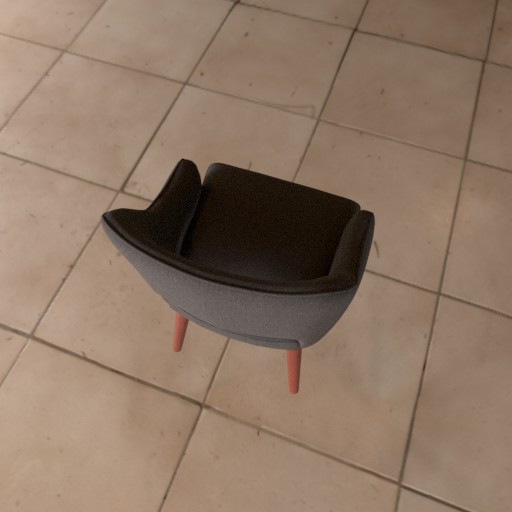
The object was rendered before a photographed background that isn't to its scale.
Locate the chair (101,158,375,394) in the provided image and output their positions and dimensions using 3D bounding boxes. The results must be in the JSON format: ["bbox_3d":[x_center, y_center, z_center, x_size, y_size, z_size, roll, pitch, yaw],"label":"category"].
[{"bbox_3d":[0.000,0.000,1.195,0.559,0.838,0.560,17,64,9],"label":"chair"}]
